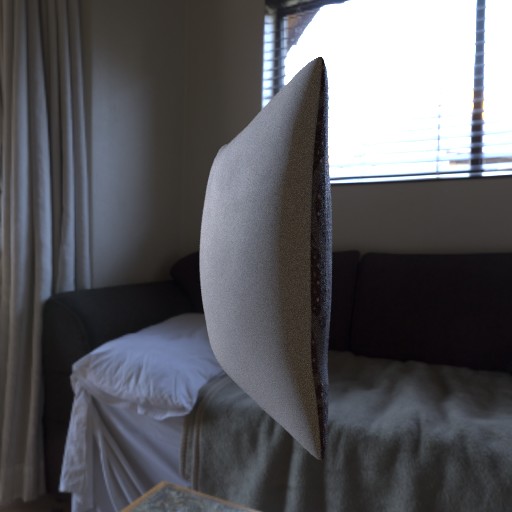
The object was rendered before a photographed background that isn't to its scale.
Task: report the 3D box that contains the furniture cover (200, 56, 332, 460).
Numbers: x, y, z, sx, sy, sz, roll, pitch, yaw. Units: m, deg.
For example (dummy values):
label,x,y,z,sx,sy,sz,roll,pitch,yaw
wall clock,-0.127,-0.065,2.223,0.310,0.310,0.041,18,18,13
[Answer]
label,x,y,z,sx,sy,sz,roll,pitch,yaw
furniture cover,0.000,0.000,0.811,0.193,0.509,0.552,0,1,-17
